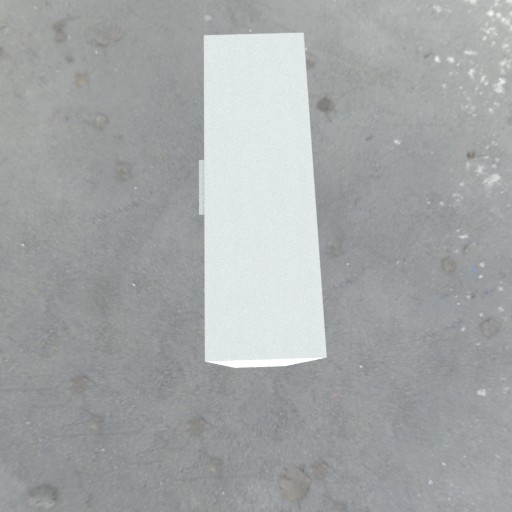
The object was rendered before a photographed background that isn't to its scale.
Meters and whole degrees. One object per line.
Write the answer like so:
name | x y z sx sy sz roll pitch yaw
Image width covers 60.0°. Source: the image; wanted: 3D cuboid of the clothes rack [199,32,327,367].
clothes rack | 0.000 0.000 1.571 0.250 1.280 0.750 -2 75 0
